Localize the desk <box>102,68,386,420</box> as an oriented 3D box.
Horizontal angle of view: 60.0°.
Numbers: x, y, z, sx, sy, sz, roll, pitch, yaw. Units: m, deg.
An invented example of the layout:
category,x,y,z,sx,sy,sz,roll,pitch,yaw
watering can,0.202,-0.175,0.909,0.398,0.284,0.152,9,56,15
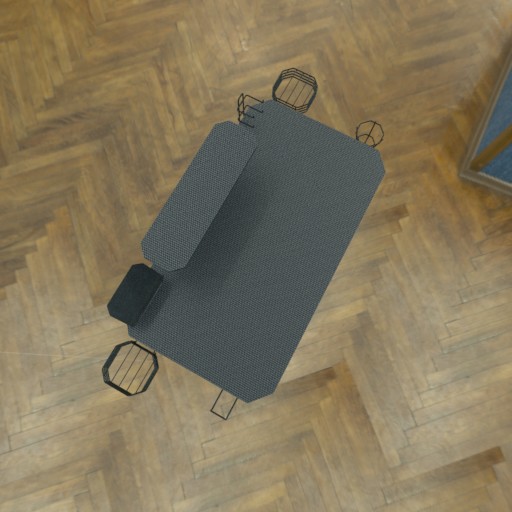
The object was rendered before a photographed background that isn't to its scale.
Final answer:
category,x,y,z,sx,sy,sz,roll,pitch,yaw
desk,0.000,0.000,1.769,0.580,0.880,1.290,28,78,7
